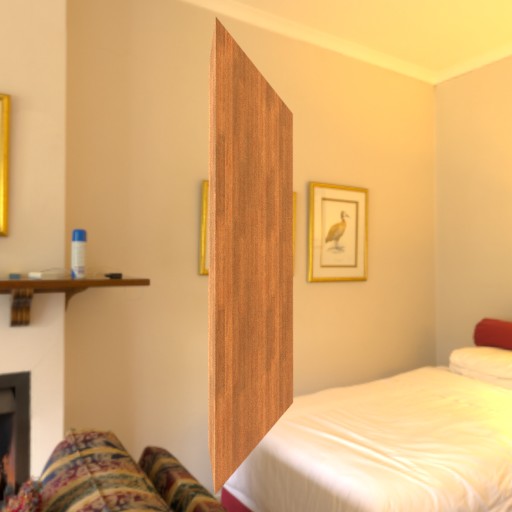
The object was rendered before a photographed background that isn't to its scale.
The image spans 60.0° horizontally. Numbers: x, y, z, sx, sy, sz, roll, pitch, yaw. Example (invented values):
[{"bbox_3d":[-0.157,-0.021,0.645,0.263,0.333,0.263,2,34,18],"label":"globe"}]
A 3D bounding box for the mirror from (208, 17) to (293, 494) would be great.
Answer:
[{"bbox_3d":[0.000,0.000,1.250,0.047,1.010,0.651,0,-1,19],"label":"mirror"}]
